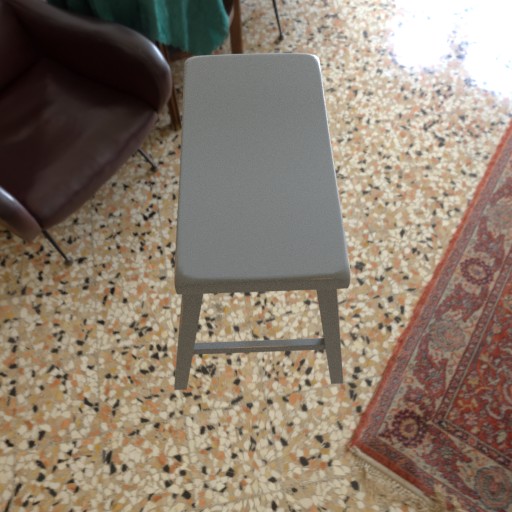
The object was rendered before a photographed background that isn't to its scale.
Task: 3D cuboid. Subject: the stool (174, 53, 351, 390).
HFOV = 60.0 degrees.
[{"bbox_3d":[0.000,0.000,1.022,0.476,0.737,0.457,-2,63,-1],"label":"stool"}]
